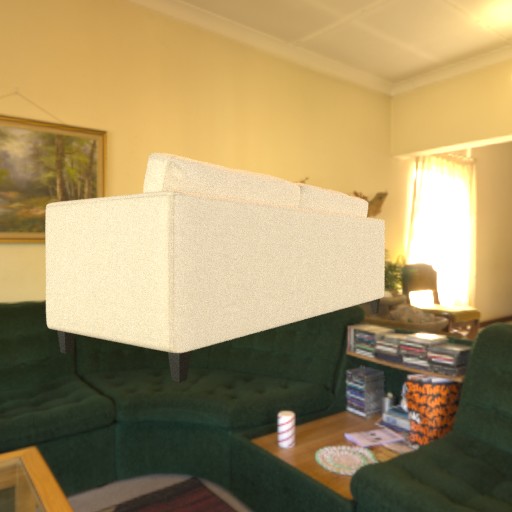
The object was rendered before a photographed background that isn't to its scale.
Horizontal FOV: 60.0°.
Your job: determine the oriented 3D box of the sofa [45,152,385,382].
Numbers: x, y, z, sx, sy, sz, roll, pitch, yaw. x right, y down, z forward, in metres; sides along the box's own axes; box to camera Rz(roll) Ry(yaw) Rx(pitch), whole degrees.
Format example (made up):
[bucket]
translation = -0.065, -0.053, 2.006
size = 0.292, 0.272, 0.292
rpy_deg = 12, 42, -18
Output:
[sofa]
translation = 0.000, 0.000, 2.953
size = 0.948, 0.965, 2.434
rpy_deg = 1, 2, 35
